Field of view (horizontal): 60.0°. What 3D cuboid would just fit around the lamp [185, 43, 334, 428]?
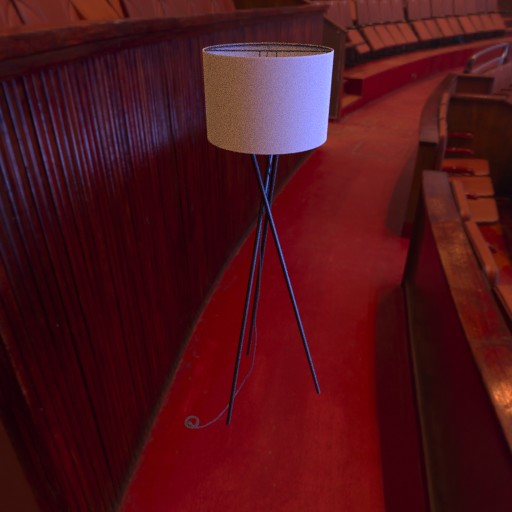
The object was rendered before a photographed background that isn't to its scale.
[{"bbox_3d":[0.000,0.000,1.904,0.667,1.624,0.522,1,31,2],"label":"lamp"}]
